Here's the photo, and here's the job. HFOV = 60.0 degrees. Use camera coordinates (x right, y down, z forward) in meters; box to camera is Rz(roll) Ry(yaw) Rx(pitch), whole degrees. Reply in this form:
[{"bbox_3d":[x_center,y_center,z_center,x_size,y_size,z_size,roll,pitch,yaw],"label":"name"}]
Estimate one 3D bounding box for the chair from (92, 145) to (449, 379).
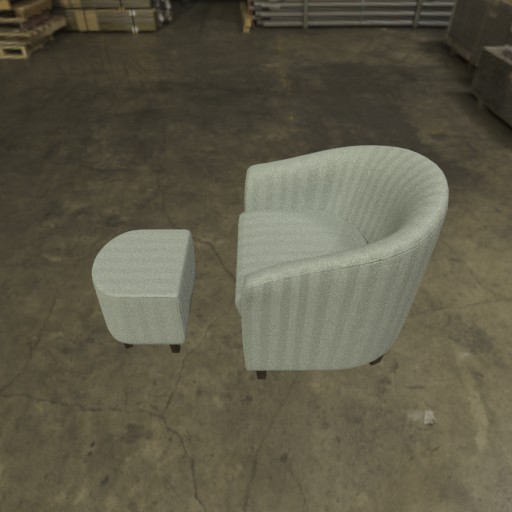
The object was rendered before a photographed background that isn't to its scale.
[{"bbox_3d":[0.000,0.000,1.747,1.288,0.757,0.756,0,40,0],"label":"chair"}]
